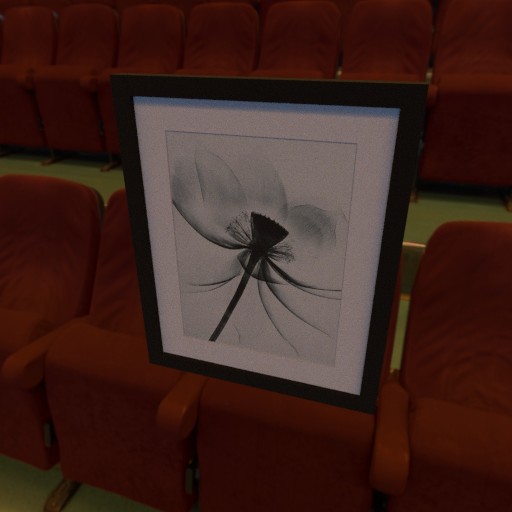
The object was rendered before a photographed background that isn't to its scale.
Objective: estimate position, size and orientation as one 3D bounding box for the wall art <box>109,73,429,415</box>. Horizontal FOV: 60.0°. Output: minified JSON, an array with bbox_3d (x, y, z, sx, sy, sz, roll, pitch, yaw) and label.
[{"bbox_3d":[0.000,0.000,0.747,0.457,0.559,0.029,8,28,16],"label":"wall art"}]
